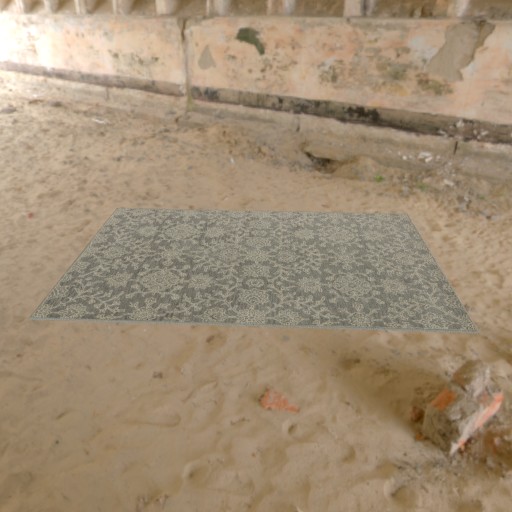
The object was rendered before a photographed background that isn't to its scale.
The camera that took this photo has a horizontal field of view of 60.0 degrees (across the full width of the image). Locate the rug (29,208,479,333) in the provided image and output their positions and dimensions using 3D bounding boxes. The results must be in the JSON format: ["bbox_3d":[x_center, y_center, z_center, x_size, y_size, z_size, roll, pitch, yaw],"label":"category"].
[{"bbox_3d":[0.000,0.000,3.042,2.430,0.010,1.515,1,30,2],"label":"rug"}]
